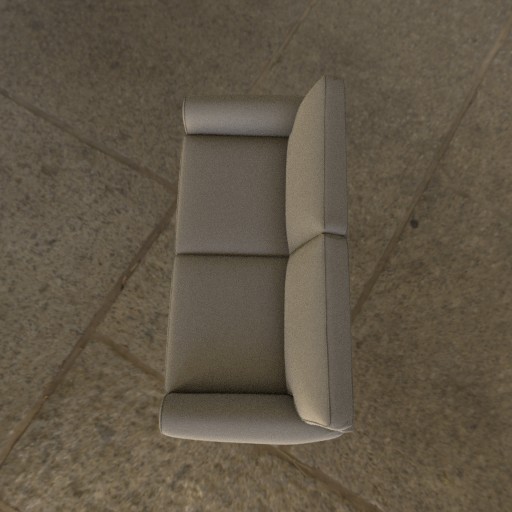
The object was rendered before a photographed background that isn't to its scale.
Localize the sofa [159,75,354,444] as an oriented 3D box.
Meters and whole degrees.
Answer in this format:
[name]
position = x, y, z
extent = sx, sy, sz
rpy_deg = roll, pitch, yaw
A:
[sofa]
position = 0.000, 0.000, 2.475
extent = 0.940, 0.952, 1.930
rpy_deg = 1, 76, 0
